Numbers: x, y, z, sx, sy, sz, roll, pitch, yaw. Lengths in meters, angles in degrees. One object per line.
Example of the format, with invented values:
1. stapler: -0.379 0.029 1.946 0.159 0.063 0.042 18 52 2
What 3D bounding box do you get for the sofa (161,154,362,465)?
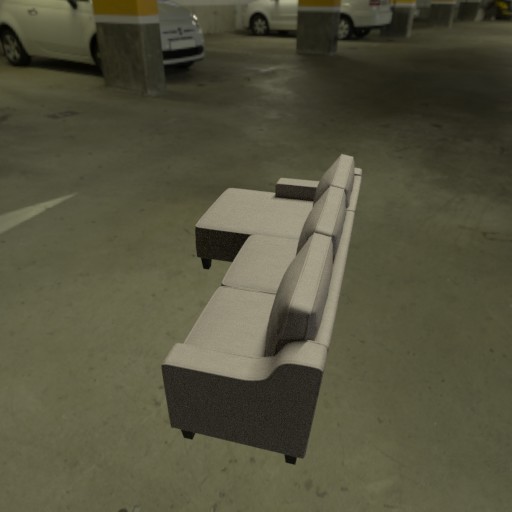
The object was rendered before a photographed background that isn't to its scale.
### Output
1. sofa: 0.000 0.000 3.189 1.294 0.928 2.561 8 31 13
